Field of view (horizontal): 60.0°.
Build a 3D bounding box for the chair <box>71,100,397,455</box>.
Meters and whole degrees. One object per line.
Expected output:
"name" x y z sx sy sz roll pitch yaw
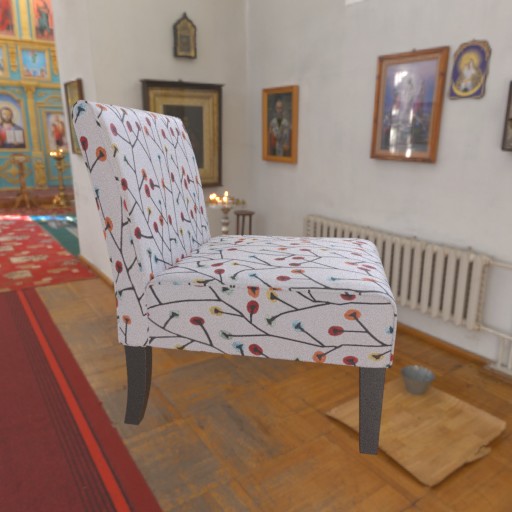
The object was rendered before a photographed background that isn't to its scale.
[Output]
"chair" 0.000 0.000 1.276 0.732 0.813 0.597 3 14 10
